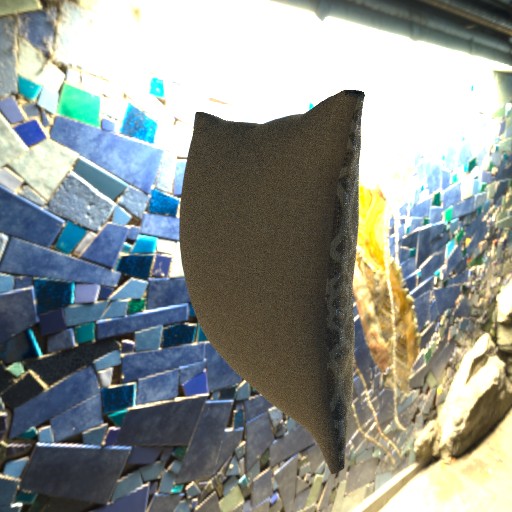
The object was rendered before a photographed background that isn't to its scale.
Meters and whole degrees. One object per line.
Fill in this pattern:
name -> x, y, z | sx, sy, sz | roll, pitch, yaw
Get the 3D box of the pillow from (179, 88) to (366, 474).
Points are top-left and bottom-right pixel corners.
pillow -> 0.000, 0.000, 0.760 | 0.215, 0.498, 0.508 | -7, 16, -26
